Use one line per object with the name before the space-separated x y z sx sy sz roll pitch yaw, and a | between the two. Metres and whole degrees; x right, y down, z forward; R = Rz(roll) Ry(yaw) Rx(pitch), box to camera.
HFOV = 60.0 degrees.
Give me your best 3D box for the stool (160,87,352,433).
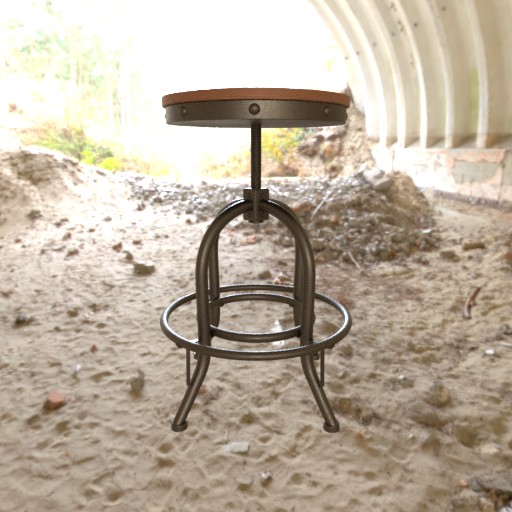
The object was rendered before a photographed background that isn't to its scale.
stool | 0.000 0.000 0.909 0.439 0.609 0.439 -13 19 -43
